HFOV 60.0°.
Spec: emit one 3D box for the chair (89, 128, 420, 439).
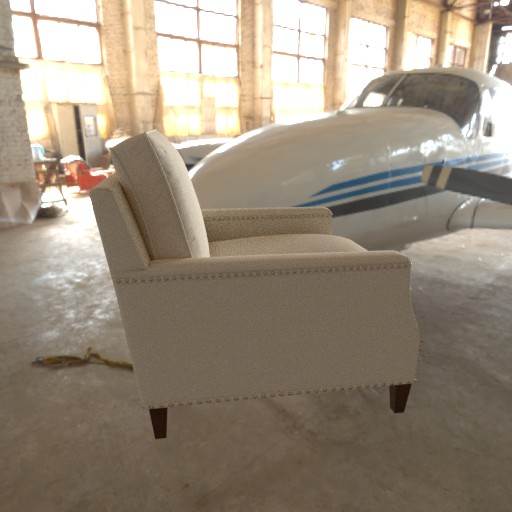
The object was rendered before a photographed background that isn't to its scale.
[{"bbox_3d":[0.000,0.000,1.712,1.014,0.943,0.853,-3,17,-9],"label":"chair"}]
